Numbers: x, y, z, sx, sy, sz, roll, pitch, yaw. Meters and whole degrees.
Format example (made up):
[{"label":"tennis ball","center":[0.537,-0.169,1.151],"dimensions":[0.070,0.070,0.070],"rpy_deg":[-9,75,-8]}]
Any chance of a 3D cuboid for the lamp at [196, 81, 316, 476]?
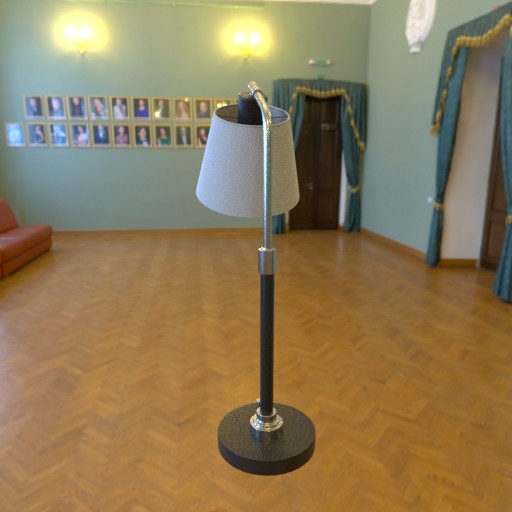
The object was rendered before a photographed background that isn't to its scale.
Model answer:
[{"label":"lamp","center":[0.000,0.000,0.714],"dimensions":[0.181,0.539,0.348],"rpy_deg":[-2,13,-9]}]
